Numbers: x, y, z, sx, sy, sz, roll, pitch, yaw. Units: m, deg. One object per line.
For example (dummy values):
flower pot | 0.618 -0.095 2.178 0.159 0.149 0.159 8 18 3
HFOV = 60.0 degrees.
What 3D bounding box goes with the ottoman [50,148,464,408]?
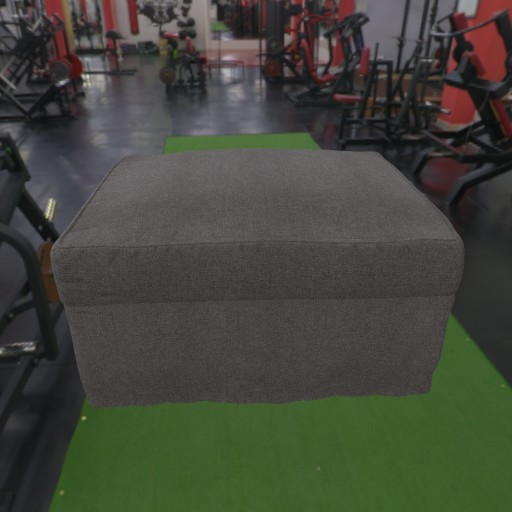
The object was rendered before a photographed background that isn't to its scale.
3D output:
ottoman | 0.000 0.000 1.220 0.833 0.492 0.652 -1 29 -3
